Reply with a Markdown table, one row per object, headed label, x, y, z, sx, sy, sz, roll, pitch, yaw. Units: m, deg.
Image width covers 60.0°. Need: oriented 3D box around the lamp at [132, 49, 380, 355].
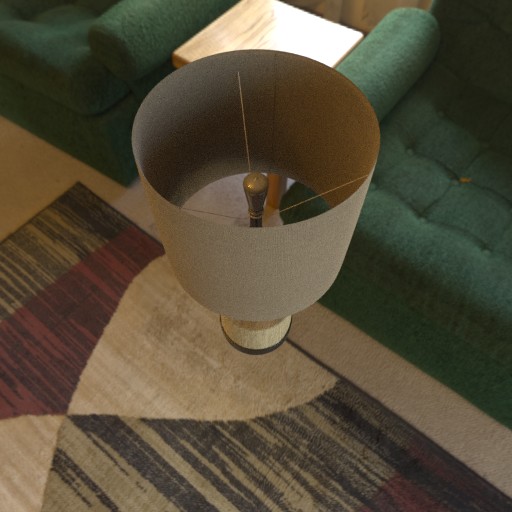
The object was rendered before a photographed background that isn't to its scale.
| label | x | y | z | sx | sy | sz | roll | pitch | yaw |
| --- | --- | --- | --- | --- | --- | --- | --- | --- | --- |
| lamp | 0.000 | 0.000 | 0.610 | 0.229 | 0.470 | 0.229 | 17 | 61 | 10 |
